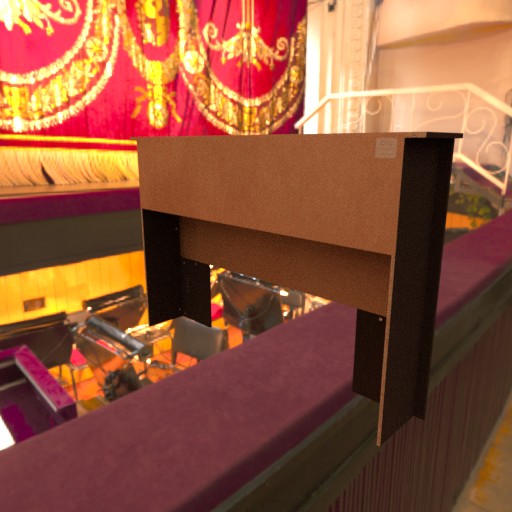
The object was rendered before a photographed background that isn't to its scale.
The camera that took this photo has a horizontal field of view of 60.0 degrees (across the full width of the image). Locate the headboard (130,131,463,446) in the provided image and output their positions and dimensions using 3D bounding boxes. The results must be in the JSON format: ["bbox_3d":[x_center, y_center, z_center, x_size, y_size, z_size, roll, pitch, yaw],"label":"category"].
[{"bbox_3d":[0.000,0.000,2.084,1.671,1.092,0.279,14,20,43],"label":"headboard"}]
